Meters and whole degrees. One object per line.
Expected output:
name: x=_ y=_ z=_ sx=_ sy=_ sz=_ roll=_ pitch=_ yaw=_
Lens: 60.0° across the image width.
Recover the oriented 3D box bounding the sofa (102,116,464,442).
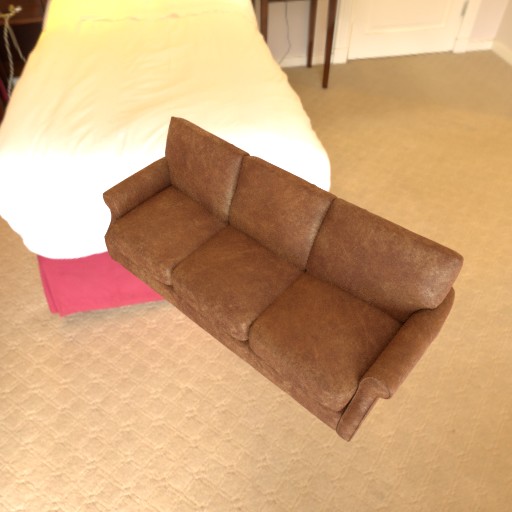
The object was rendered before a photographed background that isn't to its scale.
sofa: x=0.000 y=0.000 z=2.907 sx=2.351 sy=0.977 sz=0.973 roll=32 pitch=54 yaw=27
